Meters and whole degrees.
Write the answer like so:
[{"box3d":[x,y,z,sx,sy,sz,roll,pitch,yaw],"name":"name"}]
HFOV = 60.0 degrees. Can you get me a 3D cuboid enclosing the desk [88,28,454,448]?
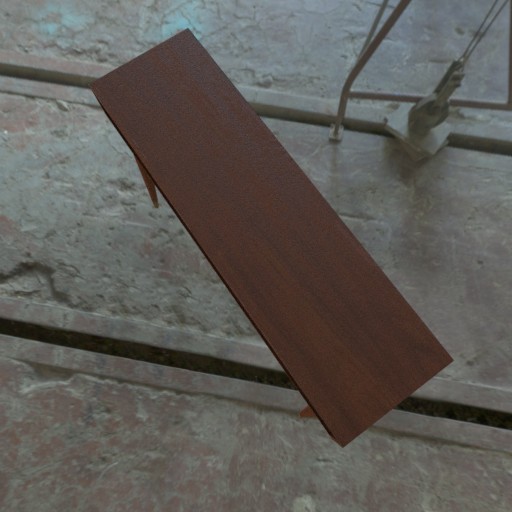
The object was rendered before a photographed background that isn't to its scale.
[{"box3d":[0.000,0.000,1.628,0.384,0.917,1.204,-34,77,-9],"name":"desk"}]
